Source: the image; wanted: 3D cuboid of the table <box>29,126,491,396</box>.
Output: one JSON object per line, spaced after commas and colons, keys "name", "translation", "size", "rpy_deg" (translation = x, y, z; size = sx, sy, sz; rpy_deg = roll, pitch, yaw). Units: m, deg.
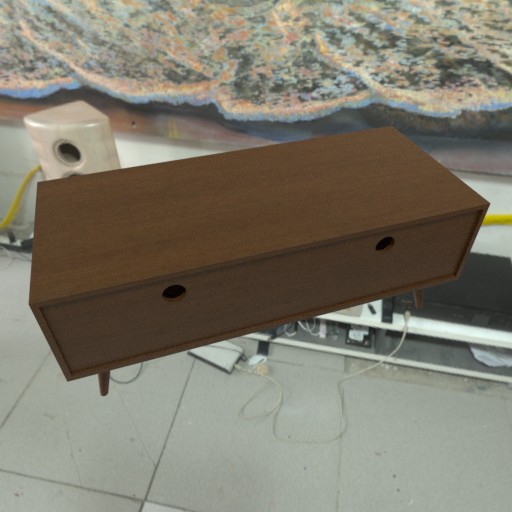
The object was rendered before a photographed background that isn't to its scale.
{"name": "table", "translation": [0.000, 0.000, 1.345], "size": [1.119, 0.464, 0.490], "rpy_deg": [-12, 43, -14]}
